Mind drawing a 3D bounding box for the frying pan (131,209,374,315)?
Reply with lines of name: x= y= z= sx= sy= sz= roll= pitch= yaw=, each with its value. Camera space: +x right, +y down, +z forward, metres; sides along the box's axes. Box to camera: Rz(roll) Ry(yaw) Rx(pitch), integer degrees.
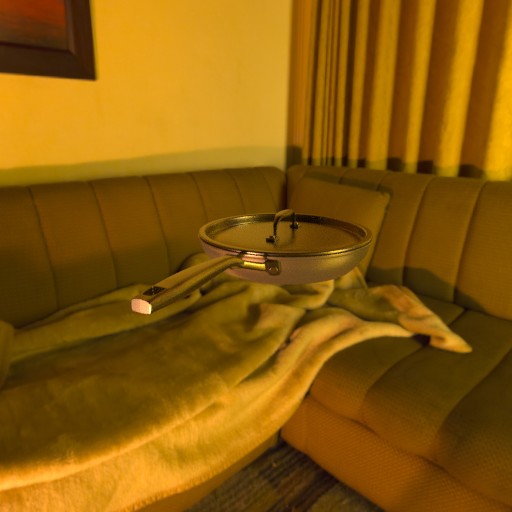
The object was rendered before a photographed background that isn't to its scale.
frying pan: x=0.000 y=0.000 z=0.610 sx=0.272 sy=0.086 sz=0.490 roll=8 pitch=18 yaw=24
